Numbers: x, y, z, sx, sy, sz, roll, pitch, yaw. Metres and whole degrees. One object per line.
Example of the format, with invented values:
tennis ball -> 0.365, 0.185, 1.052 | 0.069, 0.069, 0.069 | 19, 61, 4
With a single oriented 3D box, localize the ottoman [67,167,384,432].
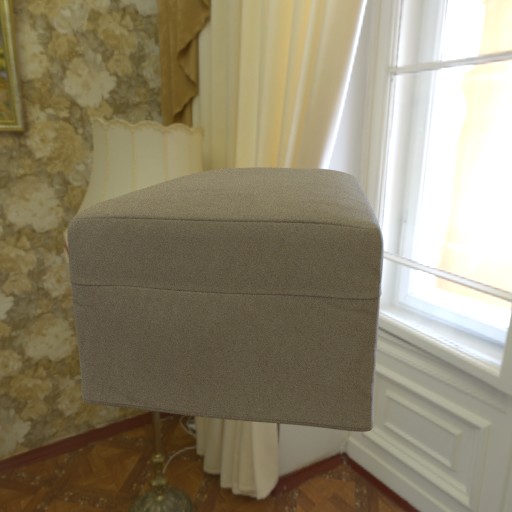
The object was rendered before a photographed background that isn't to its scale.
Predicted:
ottoman -> 0.000, 0.000, 1.183 | 0.590, 0.444, 0.872 | 3, 16, 9
